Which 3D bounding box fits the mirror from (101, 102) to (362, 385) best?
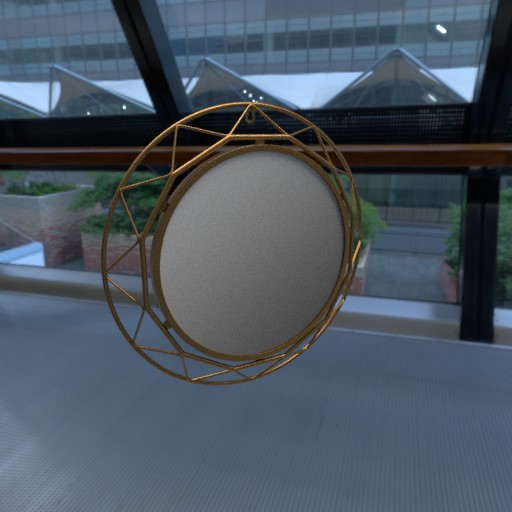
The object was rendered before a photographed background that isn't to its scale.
[{"bbox_3d":[0.000,0.000,0.687,0.454,0.454,0.043,-8,18,-27],"label":"mirror"}]
